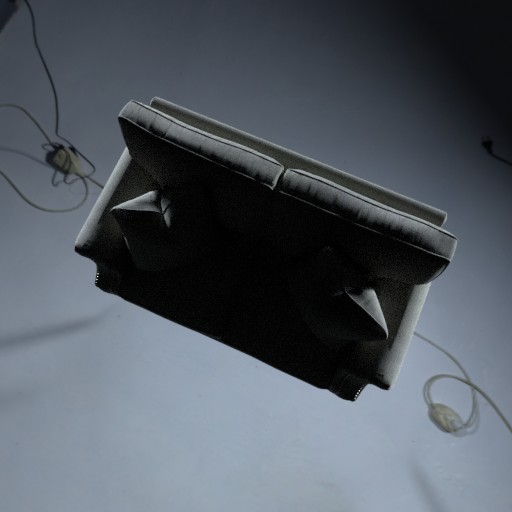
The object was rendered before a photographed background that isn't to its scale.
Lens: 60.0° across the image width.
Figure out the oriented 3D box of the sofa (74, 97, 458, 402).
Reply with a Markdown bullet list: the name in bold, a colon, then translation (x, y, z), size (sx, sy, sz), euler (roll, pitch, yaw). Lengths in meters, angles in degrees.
- **sofa**: translation (0.000, 0.000, 2.302), size (1.701, 0.966, 0.966), euler (23, 78, 5)
